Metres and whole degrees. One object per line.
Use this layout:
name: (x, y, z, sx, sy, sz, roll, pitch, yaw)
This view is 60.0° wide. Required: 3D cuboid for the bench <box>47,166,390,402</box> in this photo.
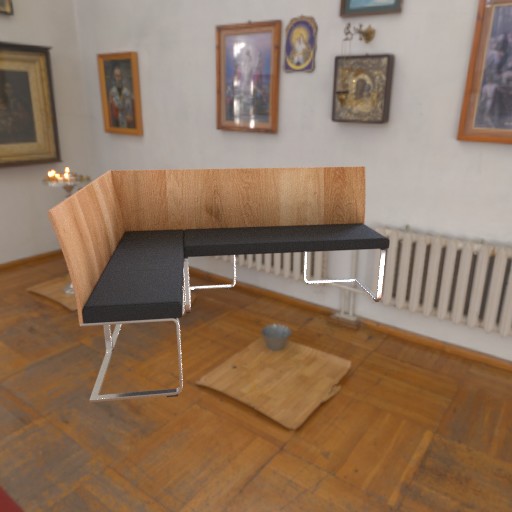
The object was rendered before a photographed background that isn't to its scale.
bench: (0.000, 0.000, 2.789, 1.945, 0.930, 1.495, -2, 17, -8)
